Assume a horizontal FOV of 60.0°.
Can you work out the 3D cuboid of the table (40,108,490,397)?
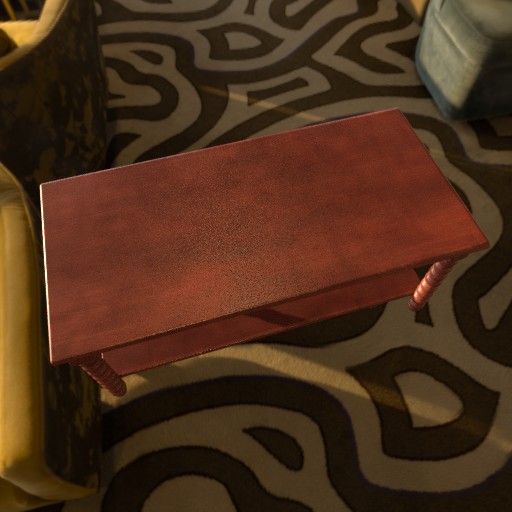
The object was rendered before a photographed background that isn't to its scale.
[{"bbox_3d":[0.000,0.000,1.464,1.171,0.485,0.580,-14,60,-9],"label":"table"}]
